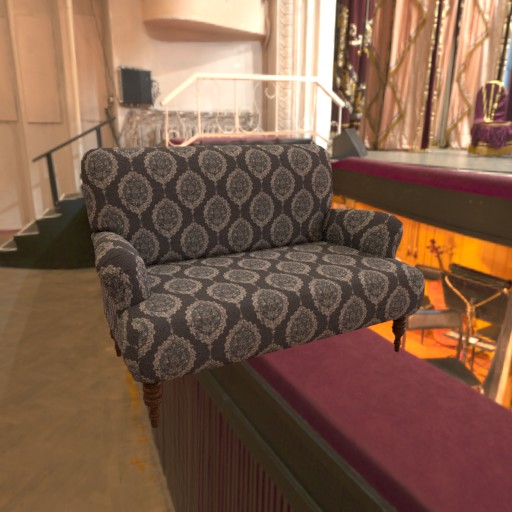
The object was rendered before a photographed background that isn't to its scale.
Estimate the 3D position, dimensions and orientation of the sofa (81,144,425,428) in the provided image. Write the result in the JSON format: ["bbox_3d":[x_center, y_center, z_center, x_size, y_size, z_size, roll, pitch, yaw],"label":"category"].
[{"bbox_3d":[0.000,0.000,1.836,1.297,0.867,0.779,-8,18,-27],"label":"sofa"}]
